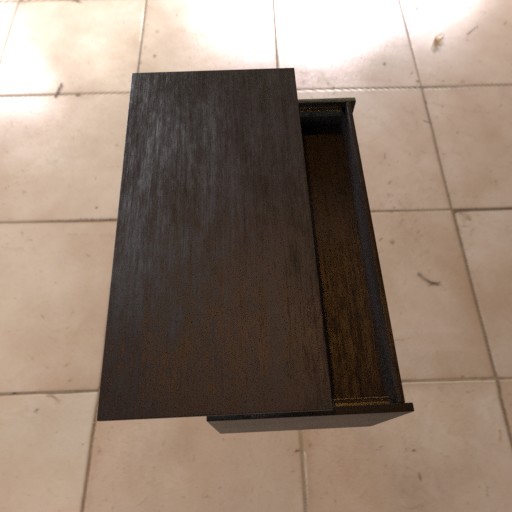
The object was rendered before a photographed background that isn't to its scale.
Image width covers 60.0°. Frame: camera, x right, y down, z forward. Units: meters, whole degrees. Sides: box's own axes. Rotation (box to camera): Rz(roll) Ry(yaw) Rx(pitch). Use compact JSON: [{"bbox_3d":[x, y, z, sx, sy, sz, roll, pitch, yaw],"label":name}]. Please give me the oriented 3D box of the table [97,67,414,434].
[{"bbox_3d":[0.000,0.000,1.402,0.712,0.570,1.000,-2,65,-1],"label":"table"}]
